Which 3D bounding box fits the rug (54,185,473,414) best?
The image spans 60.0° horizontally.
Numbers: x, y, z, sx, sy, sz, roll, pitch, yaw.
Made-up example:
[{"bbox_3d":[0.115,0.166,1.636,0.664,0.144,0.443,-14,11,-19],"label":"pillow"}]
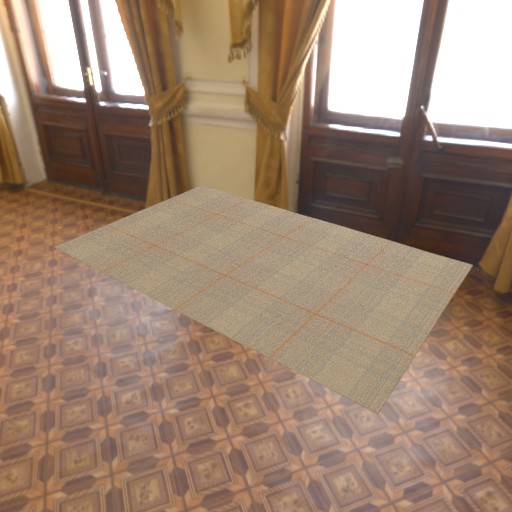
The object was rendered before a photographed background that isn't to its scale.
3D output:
[{"bbox_3d":[0.000,0.000,3.038,2.442,0.016,1.527,21,36,32],"label":"rug"}]
